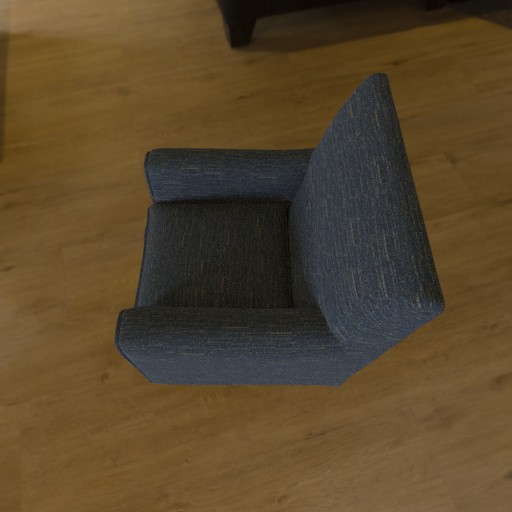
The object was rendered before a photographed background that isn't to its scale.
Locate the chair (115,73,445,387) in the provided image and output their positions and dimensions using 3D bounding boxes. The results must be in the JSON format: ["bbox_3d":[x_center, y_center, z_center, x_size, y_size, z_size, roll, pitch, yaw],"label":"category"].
[{"bbox_3d":[0.000,0.000,1.627,0.873,0.928,0.864,0,58,0],"label":"chair"}]
